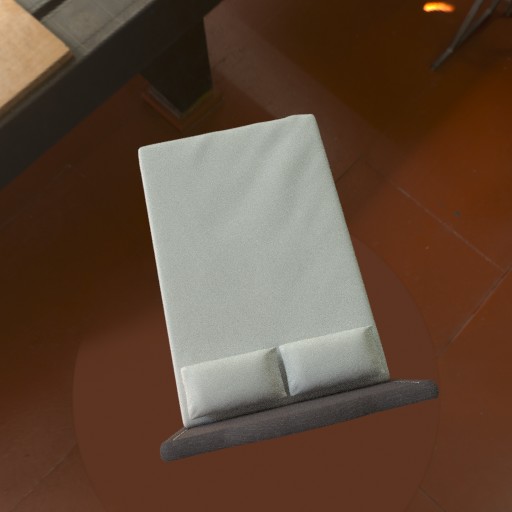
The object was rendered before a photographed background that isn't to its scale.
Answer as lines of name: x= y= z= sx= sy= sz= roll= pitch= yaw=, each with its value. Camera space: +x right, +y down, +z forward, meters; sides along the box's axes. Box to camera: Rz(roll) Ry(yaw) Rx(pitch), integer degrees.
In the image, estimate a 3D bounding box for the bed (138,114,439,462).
bed: x=0.000 y=0.000 z=3.506 sx=1.741 sy=1.441 sz=2.507 roll=-12 pitch=75 yaw=-3
